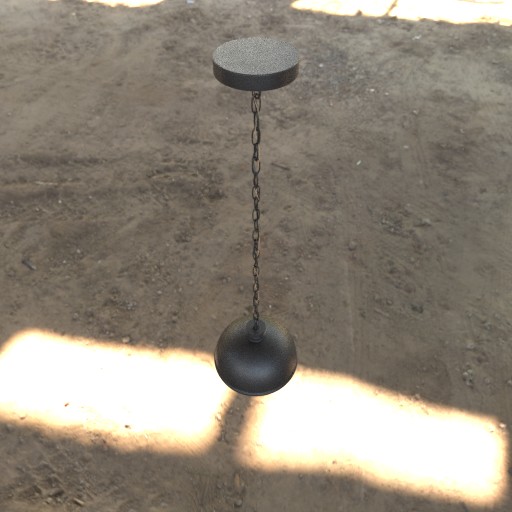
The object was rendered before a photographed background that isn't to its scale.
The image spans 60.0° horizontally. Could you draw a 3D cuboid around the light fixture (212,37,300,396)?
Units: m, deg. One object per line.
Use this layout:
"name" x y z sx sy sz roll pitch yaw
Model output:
"light fixture" 0.000 0.000 1.212 0.304 1.090 0.304 -17 50 -15
